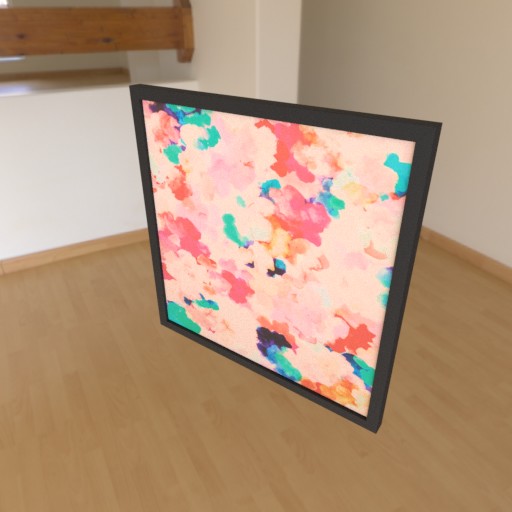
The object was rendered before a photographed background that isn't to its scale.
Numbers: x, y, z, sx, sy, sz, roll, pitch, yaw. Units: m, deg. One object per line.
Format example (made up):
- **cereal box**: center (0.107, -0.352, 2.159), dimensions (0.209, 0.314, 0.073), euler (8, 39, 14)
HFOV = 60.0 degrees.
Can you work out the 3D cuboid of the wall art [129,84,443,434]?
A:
- **wall art**: center (0.000, 0.000, 0.453), dimensions (0.306, 0.304, 0.015), euler (19, 35, 30)
